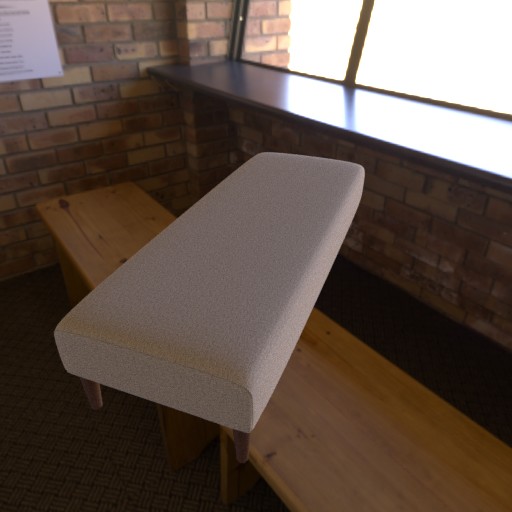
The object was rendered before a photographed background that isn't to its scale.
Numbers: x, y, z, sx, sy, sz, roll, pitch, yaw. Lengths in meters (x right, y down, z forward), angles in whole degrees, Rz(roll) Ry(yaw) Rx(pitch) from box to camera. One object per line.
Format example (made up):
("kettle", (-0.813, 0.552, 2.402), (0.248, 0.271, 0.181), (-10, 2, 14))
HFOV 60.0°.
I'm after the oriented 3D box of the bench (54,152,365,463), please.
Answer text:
("bench", (0.000, 0.000, 1.838), (0.631, 0.383, 1.598), (12, 33, 18))
